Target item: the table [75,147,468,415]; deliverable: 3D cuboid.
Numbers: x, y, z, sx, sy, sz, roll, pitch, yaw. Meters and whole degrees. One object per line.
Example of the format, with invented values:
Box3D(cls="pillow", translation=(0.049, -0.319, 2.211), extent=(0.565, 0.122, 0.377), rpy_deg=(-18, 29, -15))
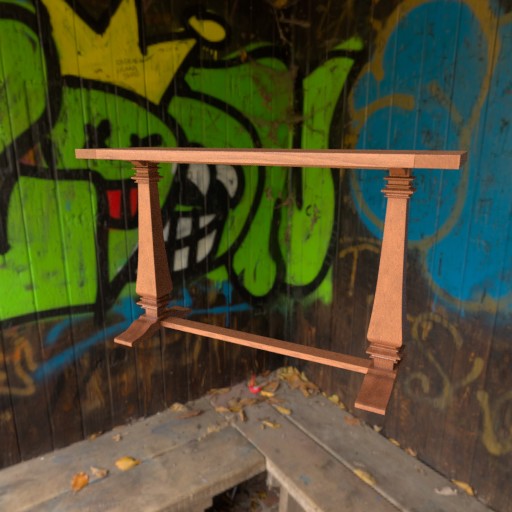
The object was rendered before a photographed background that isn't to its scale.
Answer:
Box3D(cls="table", translation=(0.000, 0.000, 1.831), extent=(1.478, 0.852, 0.461), rpy_deg=(8, 17, 26))
